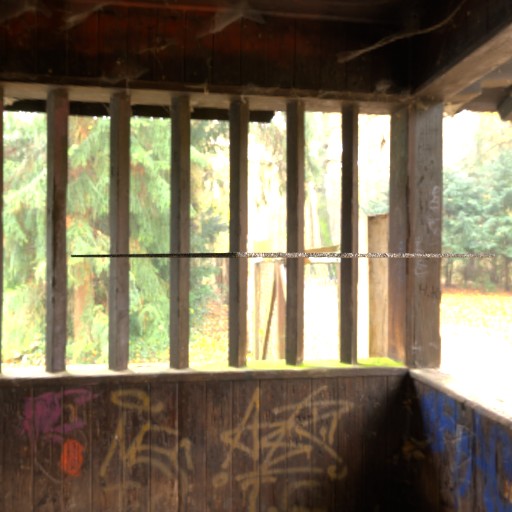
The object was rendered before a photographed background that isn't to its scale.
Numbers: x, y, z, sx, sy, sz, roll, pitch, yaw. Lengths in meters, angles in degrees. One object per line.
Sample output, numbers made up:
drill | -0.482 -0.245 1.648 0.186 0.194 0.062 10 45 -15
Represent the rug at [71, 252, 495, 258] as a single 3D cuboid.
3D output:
rug | 0.000 0.000 3.926 2.401 0.025 3.000 0 0 -36
